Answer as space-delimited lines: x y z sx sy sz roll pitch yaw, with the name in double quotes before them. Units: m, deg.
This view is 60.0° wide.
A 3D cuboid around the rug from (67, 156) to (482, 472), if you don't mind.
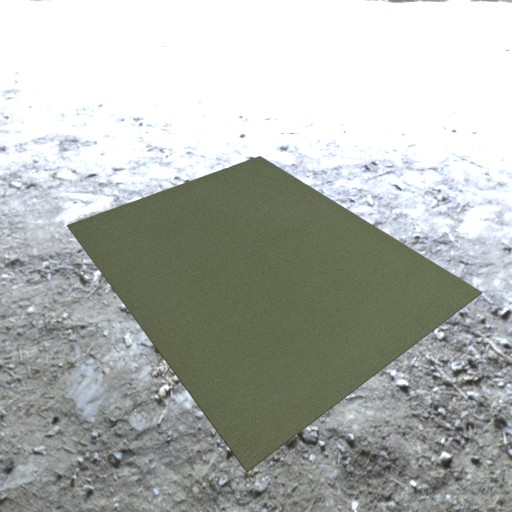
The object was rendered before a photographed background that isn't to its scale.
"rug" 0.000 0.000 3.446 2.073 0.011 2.584 -26 47 -28
